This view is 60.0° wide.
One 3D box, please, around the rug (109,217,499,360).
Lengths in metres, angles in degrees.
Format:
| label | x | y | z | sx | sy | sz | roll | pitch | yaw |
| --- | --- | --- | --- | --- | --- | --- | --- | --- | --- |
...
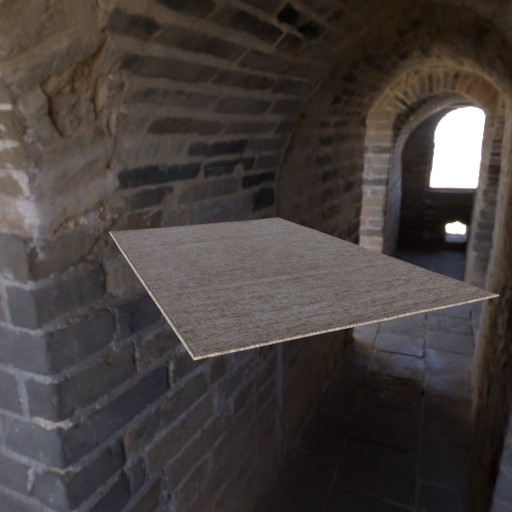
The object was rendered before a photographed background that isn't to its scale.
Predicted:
| label | x | y | z | sx | sy | sz | roll | pitch | yaw |
| --- | --- | --- | --- | --- | --- | --- | --- | --- | --- |
| rug | 0.000 | 0.000 | 2.249 | 1.211 | 0.018 | 1.822 | -7 | 16 | -24 |
